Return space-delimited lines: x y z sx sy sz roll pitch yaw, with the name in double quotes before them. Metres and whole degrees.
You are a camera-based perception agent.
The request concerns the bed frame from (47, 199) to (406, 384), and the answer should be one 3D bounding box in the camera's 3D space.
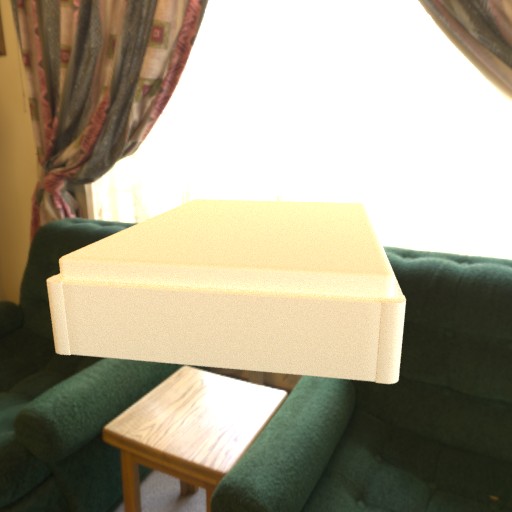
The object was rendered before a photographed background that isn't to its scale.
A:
"bed frame" 0.000 0.000 2.581 1.400 0.406 1.900 3 15 10
